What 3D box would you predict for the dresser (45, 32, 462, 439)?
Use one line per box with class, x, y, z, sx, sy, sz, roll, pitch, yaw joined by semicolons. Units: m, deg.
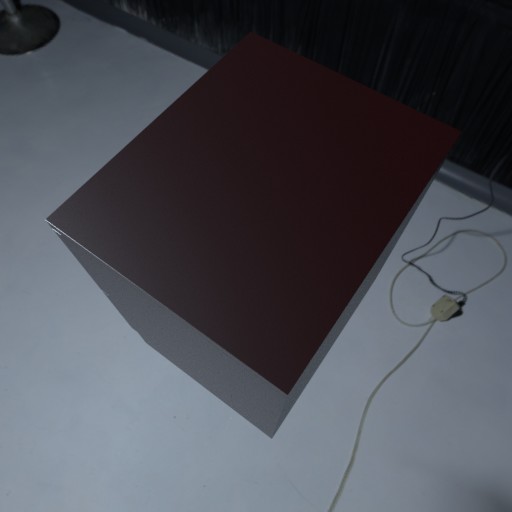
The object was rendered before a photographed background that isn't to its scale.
dresser;0.000;0.000;0.748;0.360;0.470;0.400;33;67;15
